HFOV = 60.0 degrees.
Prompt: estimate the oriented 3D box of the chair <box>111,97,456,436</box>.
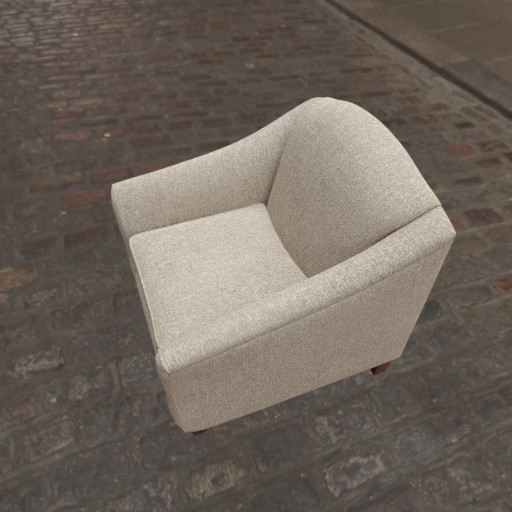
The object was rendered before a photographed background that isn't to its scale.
[{"bbox_3d":[0.000,0.000,1.445,0.787,0.839,0.763,-16,49,-15],"label":"chair"}]
